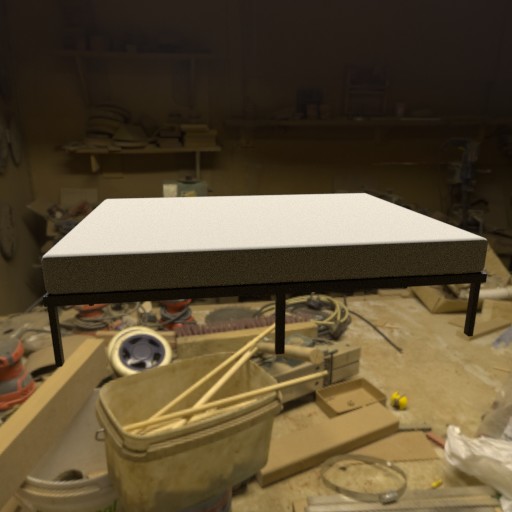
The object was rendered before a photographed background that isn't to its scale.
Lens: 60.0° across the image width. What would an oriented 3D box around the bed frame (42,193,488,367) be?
[{"bbox_3d":[0.000,0.000,3.548,2.635,0.680,1.990,-2,16,-8],"label":"bed frame"}]
